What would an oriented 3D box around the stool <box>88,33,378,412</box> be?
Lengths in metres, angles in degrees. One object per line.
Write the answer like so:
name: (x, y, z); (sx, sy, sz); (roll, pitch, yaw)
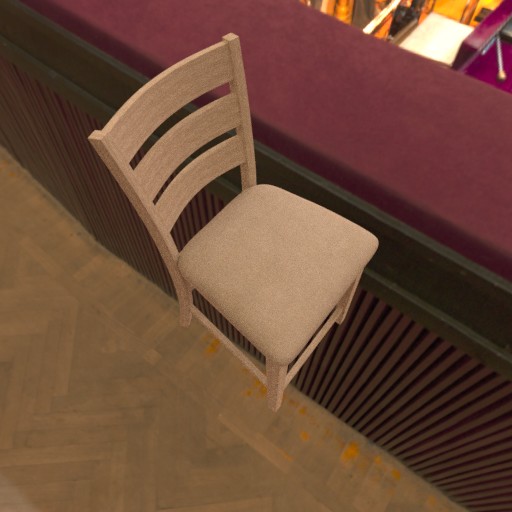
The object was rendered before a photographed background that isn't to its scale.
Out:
stool: (0.000, 0.000, 1.335); (0.569, 1.032, 0.484); (34, 65, 19)
